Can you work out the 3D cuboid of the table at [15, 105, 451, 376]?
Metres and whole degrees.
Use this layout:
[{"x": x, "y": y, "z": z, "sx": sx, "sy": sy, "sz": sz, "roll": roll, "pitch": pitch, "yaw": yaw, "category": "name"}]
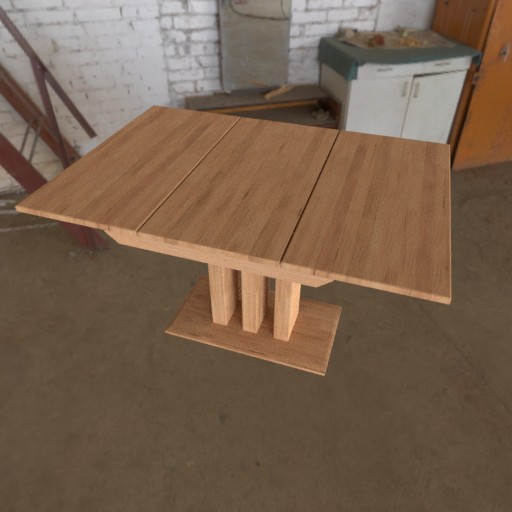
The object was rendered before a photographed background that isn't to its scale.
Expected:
[{"x": 0.000, "y": 0.000, "z": 1.807, "sx": 1.300, "sy": 0.770, "sz": 0.900, "roll": 12, "pitch": 41, "yaw": 14, "category": "table"}]
